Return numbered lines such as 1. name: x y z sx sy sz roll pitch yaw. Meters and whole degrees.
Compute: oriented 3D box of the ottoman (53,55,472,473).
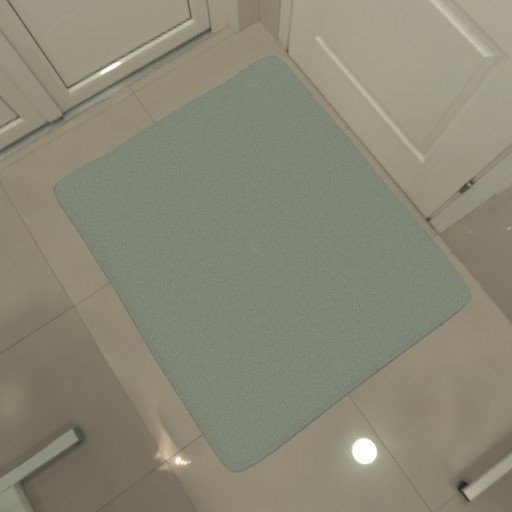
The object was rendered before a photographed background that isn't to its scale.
1. ottoman: 0.000 0.000 1.463 0.842 0.494 0.991 -34 78 -8
